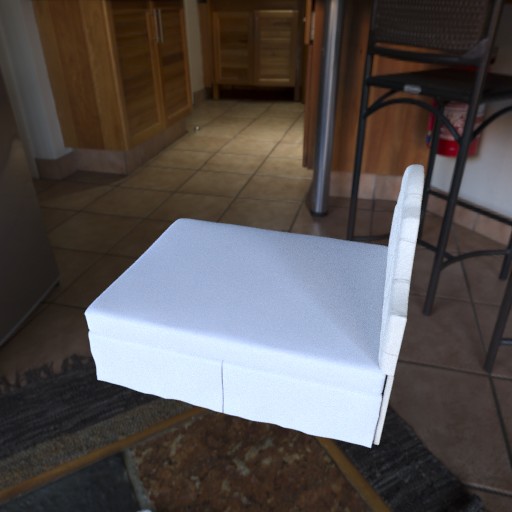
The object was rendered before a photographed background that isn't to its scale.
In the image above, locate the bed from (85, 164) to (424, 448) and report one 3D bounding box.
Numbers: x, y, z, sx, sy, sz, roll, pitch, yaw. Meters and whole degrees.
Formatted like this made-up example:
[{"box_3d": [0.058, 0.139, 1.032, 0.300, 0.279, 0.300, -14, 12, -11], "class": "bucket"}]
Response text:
[{"box_3d": [0.000, 0.000, 3.299, 2.092, 1.575, 1.627, 9, 32, 14], "class": "bed"}]
